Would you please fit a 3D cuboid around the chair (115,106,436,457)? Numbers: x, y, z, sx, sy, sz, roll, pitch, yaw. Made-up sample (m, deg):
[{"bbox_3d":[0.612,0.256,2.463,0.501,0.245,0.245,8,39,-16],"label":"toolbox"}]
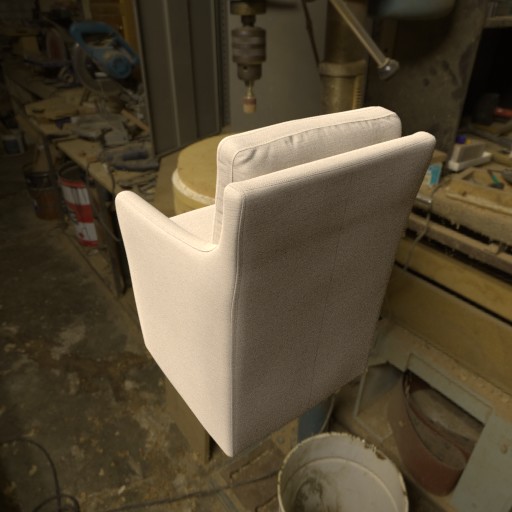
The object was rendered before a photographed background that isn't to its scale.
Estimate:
[{"bbox_3d":[0.000,0.000,1.359,0.626,0.914,0.694,-21,37,-30],"label":"chair"}]
